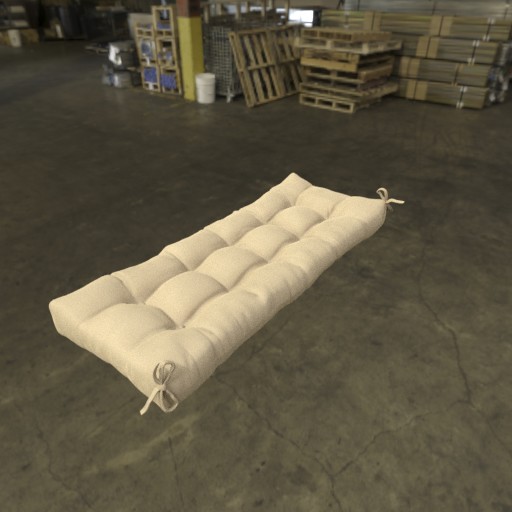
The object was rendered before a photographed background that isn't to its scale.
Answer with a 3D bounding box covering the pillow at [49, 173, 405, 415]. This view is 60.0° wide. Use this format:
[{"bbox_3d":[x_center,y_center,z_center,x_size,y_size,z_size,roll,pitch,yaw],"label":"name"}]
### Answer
[{"bbox_3d":[0.000,0.000,1.384,0.511,0.174,1.194,23,39,31],"label":"pillow"}]
